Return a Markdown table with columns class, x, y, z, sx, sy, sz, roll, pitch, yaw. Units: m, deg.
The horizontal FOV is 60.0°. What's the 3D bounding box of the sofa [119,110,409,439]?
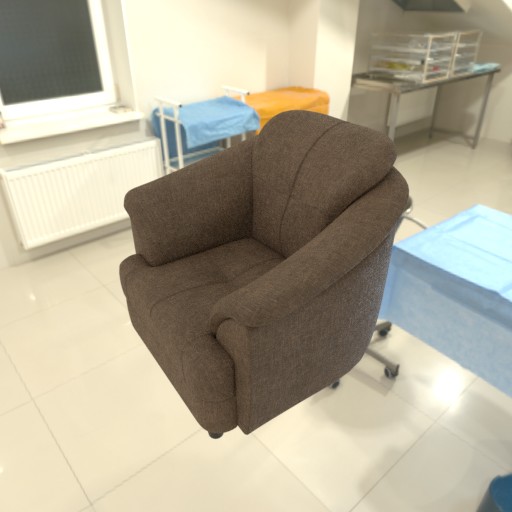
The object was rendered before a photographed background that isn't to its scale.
| class | x | y | z | sx | sy | sz | roll | pitch | yaw |
| --- | --- | --- | --- | --- | --- | --- | --- | --- | --- |
| sofa | 0.000 | 0.000 | 1.515 | 0.794 | 0.811 | 0.870 | -20 | 37 | -29 |
